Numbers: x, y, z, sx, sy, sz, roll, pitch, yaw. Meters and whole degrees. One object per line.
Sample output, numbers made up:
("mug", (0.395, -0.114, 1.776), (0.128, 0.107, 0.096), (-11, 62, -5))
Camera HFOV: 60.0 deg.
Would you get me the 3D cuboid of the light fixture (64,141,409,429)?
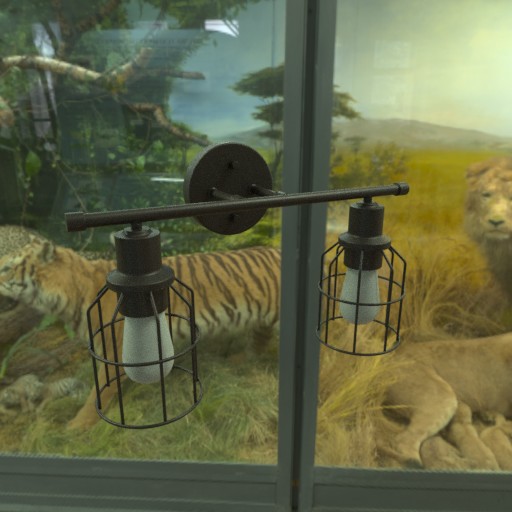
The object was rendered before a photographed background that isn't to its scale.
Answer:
("light fixture", (0.000, 0.000, 0.523), (0.406, 0.254, 0.165), (-9, 20, -27))
